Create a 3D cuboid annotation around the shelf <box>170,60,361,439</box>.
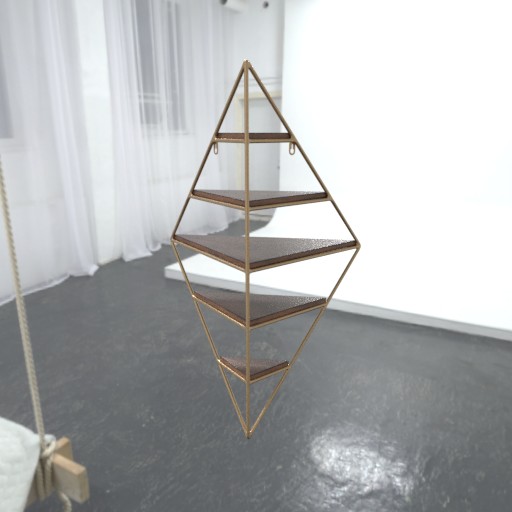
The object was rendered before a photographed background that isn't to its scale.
[{"bbox_3d":[0.000,0.000,1.167,0.564,0.913,0.294,2,16,8],"label":"shelf"}]
